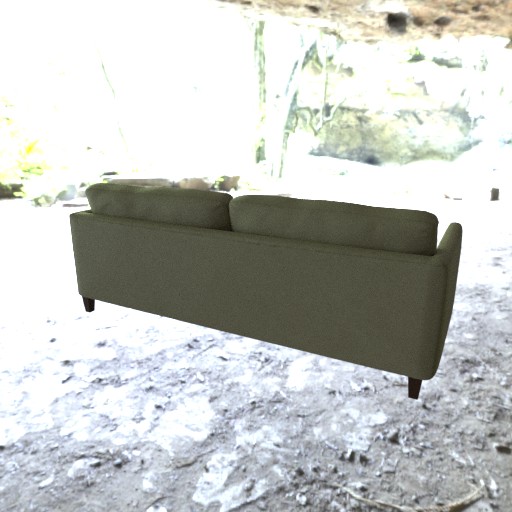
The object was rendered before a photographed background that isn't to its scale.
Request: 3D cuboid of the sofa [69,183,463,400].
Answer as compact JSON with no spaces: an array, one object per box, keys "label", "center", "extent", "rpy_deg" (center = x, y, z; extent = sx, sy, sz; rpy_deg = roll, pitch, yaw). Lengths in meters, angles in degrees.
[{"label":"sofa","center":[0.000,0.000,2.917],"extent":[2.404,0.912,0.988],"rpy_deg":[9,19,26]}]
